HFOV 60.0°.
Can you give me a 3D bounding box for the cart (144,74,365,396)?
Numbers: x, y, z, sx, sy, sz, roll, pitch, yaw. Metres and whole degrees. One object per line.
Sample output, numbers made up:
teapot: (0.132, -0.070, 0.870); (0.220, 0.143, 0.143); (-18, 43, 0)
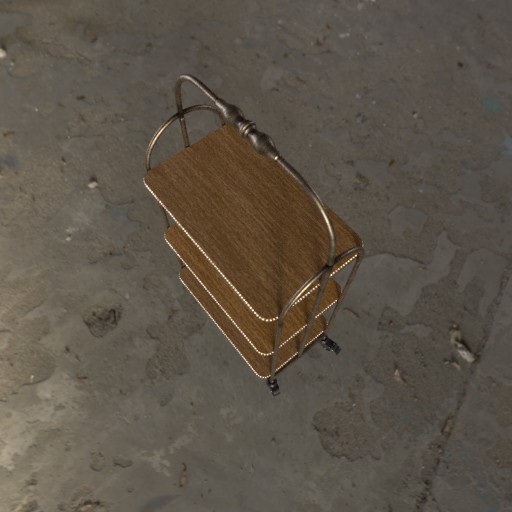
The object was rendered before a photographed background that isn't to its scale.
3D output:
cart: (0.000, 0.000, 1.318); (0.330, 1.052, 0.650); (-36, 68, -17)
